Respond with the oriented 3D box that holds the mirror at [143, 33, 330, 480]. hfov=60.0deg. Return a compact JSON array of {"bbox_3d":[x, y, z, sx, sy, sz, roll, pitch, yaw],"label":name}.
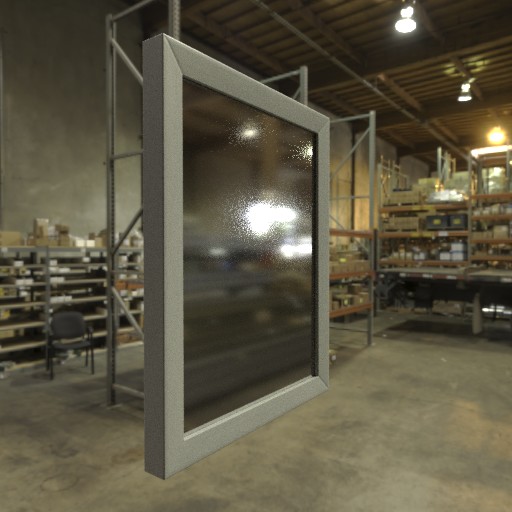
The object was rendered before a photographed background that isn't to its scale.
[{"bbox_3d":[0.000,0.000,0.677,0.041,0.508,0.405,1,1,37],"label":"mirror"}]
